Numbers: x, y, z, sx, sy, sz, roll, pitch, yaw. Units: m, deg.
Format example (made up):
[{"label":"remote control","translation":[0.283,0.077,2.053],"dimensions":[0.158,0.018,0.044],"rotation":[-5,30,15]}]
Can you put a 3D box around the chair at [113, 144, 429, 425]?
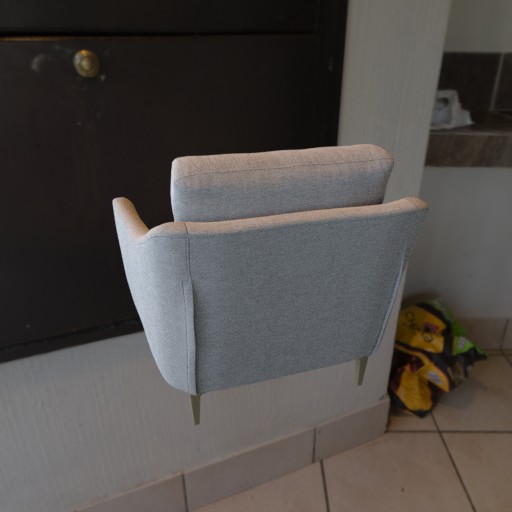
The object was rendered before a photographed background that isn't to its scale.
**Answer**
[{"label":"chair","translation":[0.000,0.000,1.680],"dimensions":[0.986,0.902,0.961],"rotation":[-8,27,-16]}]
